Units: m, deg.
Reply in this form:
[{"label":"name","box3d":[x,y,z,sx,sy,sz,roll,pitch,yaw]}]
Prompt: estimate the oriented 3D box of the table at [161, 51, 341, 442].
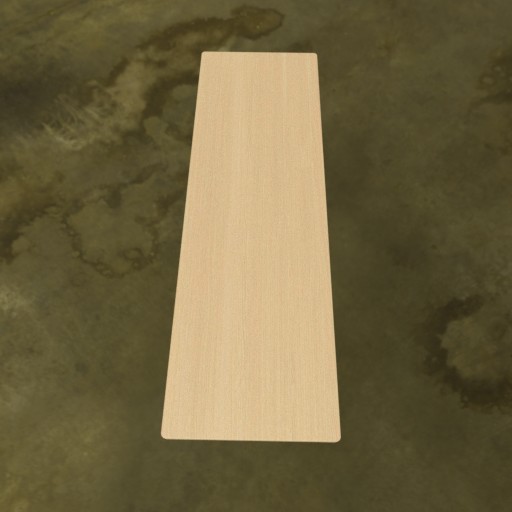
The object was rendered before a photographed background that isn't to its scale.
[{"label":"table","box3d":[0.000,0.000,1.745,0.447,0.750,1.397,1,63,0]}]
